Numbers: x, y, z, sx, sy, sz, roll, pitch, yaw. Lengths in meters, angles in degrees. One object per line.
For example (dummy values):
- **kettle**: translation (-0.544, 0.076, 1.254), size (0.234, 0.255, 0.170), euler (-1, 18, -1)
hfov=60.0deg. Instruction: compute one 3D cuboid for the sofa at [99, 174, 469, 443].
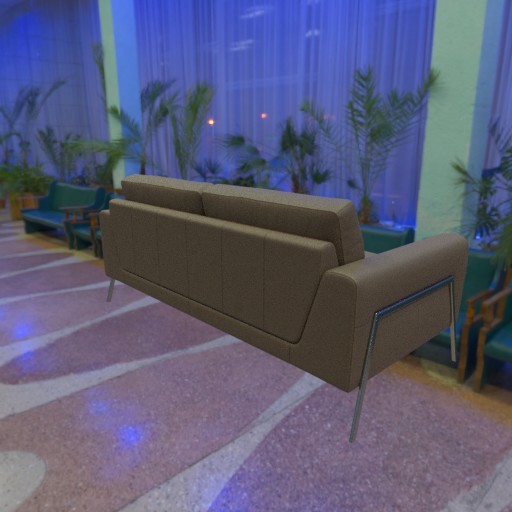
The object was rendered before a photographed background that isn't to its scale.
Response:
- **sofa**: translation (0.000, 0.000, 2.548), size (0.953, 0.875, 2.017), euler (-14, 20, -42)
